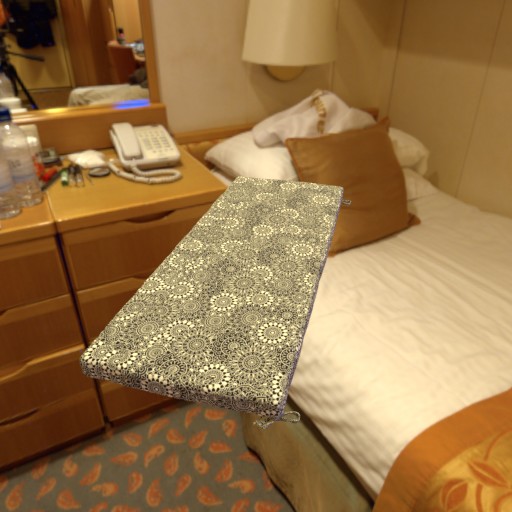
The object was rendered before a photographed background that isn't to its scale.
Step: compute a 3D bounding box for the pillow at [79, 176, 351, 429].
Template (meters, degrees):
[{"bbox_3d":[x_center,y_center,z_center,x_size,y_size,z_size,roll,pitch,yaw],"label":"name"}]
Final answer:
[{"bbox_3d":[0.000,0.000,1.386,0.492,0.081,1.187,8,32,13],"label":"pillow"}]
